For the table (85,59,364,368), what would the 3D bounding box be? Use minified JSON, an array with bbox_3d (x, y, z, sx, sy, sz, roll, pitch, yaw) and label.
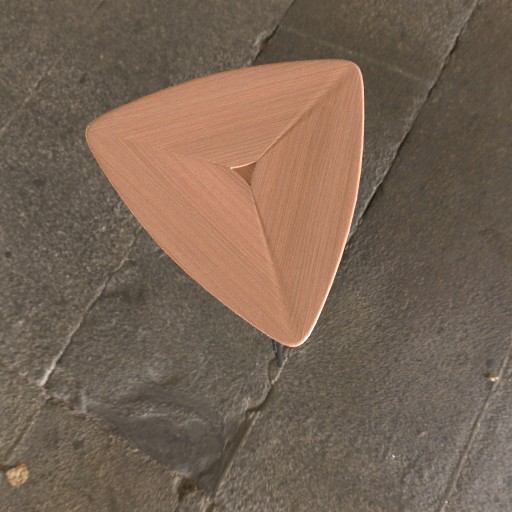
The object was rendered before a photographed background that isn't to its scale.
[{"bbox_3d":[0.000,0.000,0.902,0.442,0.564,0.455,-15,76,-4],"label":"table"}]
